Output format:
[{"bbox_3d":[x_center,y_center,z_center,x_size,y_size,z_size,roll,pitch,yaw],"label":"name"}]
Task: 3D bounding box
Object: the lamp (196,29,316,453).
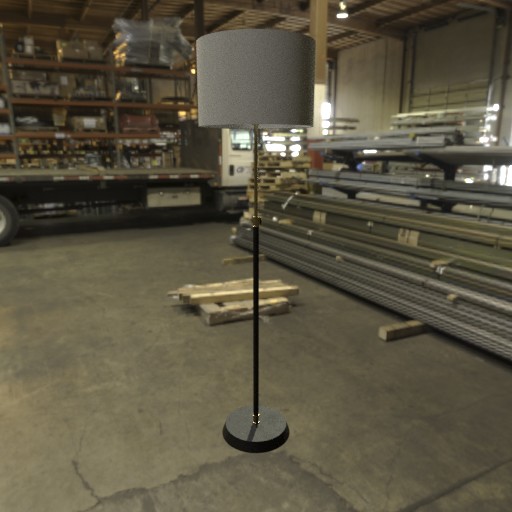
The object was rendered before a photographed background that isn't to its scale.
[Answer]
[{"bbox_3d":[0.000,0.000,1.686,0.404,1.517,0.404,-7,16,-27],"label":"lamp"}]
